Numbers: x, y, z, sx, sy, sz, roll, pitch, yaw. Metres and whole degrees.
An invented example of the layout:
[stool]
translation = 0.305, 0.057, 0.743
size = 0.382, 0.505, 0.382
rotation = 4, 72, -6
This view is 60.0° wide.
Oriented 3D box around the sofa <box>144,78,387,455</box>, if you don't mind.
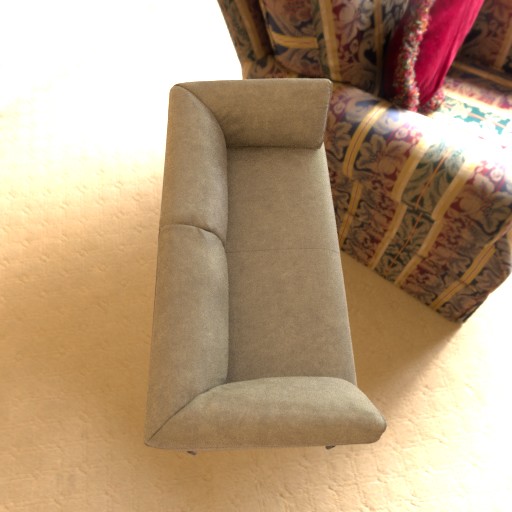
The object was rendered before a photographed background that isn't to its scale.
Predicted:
[sofa]
translation = 0.000, 0.000, 2.316
size = 0.905, 0.747, 1.878
rotation = -2, 63, -1
